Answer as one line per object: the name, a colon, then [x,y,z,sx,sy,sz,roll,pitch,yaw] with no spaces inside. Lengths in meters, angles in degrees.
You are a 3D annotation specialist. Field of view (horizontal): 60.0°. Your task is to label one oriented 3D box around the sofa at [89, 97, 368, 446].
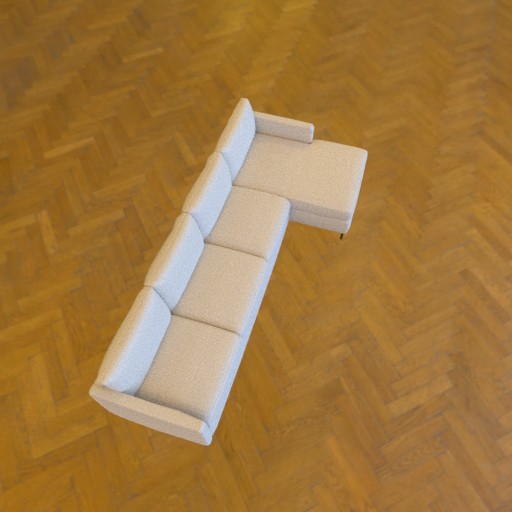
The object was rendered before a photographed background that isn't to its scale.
sofa: [0.000,0.000,3.361,1.258,0.755,2.731,15,59,9]
